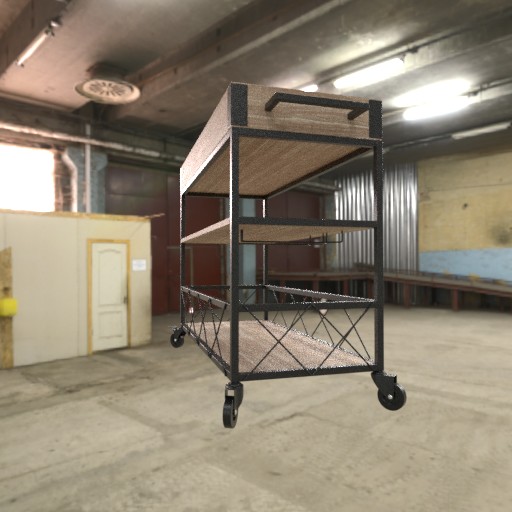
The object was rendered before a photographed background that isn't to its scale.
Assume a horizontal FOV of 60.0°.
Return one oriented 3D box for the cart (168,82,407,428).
[{"bbox_3d":[0.000,0.000,1.528,0.500,0.787,1.101,0,-1,-17],"label":"cart"}]
